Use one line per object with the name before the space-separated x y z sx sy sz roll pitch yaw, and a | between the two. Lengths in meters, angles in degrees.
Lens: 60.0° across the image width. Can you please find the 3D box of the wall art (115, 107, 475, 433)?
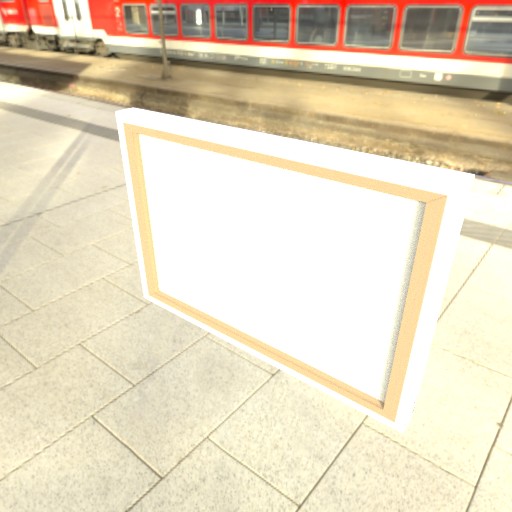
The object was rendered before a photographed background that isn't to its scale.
wall art | 0.000 0.000 0.765 0.608 0.414 0.042 21 36 31
